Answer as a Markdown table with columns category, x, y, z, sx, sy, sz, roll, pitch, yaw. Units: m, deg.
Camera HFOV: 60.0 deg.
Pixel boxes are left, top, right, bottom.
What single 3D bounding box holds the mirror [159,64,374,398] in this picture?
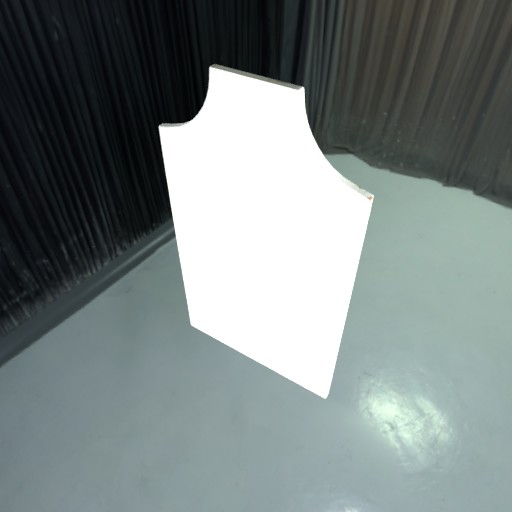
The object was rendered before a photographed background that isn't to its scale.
| category | x | y | z | sx | sy | sz | roll | pitch | yaw |
| --- | --- | --- | --- | --- | --- | --- | --- | --- | --- |
| mirror | 0.000 | 0.000 | 0.880 | 0.403 | 0.717 | 0.022 | 24 | 49 | 22 |
